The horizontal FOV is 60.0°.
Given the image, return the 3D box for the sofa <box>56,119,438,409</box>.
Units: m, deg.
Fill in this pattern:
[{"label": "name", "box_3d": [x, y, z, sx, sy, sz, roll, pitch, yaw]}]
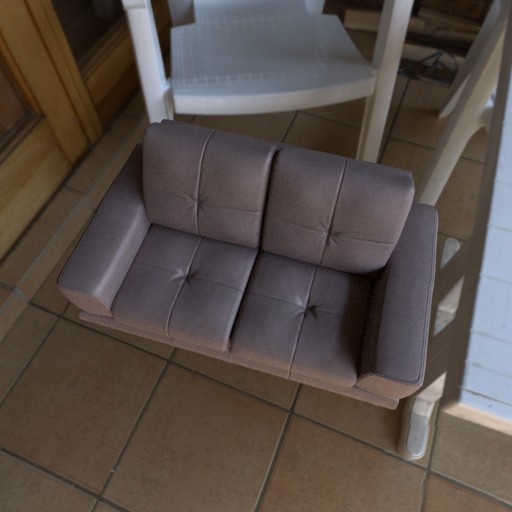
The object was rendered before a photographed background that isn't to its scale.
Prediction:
[{"label": "sofa", "box_3d": [0.000, 0.000, 2.335, 1.806, 0.907, 1.018, 14, 61, 8]}]
